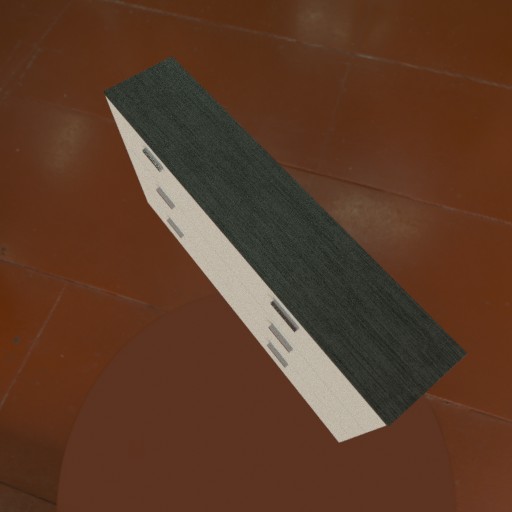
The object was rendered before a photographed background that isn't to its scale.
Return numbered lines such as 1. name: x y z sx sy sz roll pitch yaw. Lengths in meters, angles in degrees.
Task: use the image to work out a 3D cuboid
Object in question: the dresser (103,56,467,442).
1. dresser: 0.000 0.000 1.840 0.333 0.790 1.535 -35 69 -16
